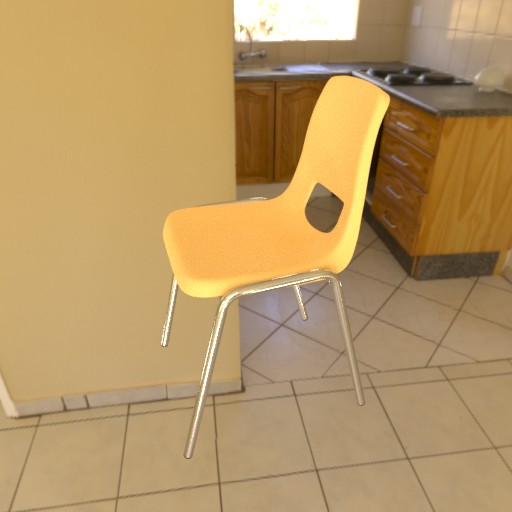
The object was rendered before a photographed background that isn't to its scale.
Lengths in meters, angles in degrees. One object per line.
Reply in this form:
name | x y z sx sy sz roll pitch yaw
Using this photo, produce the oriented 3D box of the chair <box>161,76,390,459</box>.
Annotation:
chair | 0.000 0.000 0.962 0.436 0.704 0.381 -9 32 -15
